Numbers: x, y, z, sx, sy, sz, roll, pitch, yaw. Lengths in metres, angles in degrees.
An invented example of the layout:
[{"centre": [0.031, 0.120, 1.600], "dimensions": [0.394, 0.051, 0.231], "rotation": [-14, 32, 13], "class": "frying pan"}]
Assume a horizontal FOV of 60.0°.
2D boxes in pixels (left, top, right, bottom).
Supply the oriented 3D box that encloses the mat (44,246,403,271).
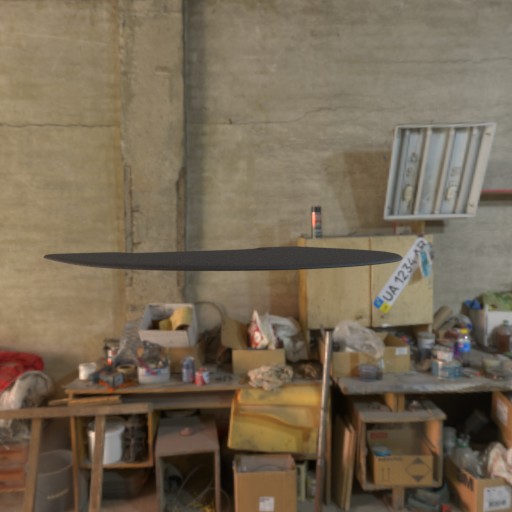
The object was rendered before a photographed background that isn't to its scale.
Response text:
[{"centre": [0.000, 0.000, 1.572], "dimensions": [1.220, 0.016, 0.917], "rotation": [-3, 4, -37], "class": "mat"}]
